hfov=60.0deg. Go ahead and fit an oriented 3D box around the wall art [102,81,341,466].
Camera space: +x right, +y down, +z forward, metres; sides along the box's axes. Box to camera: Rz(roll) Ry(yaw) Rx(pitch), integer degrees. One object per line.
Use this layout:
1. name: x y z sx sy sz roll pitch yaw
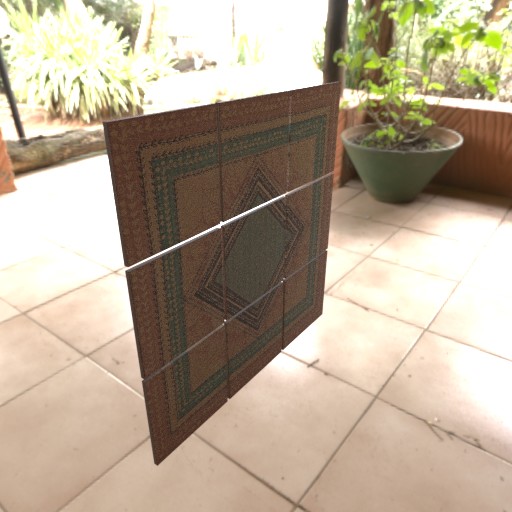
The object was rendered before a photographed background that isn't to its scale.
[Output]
1. wall art: 0.000 0.000 1.336 0.013 0.914 0.915 19 32 32
